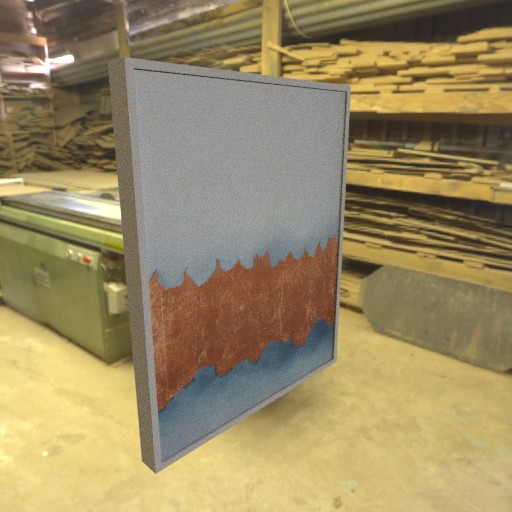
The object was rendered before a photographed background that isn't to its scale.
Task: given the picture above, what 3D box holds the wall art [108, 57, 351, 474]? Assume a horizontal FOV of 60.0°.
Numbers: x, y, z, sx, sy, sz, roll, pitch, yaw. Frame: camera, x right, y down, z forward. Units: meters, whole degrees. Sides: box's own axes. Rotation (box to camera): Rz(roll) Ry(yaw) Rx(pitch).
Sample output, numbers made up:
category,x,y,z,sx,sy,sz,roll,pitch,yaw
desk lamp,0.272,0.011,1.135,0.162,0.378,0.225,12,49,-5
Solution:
category,x,y,z,sx,sy,sz,roll,pitch,yaw
wall art,0.000,0.000,0.730,0.039,0.553,0.451,15,22,42
